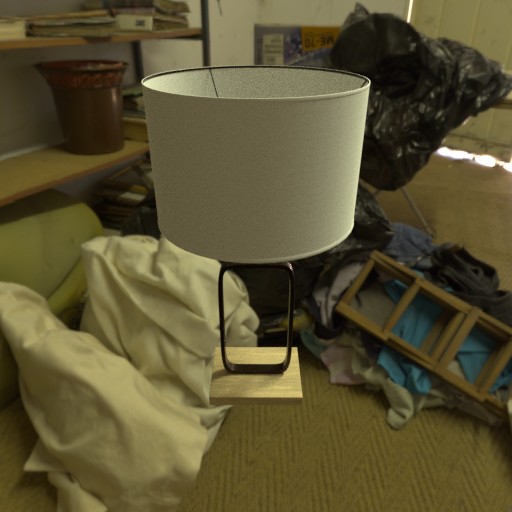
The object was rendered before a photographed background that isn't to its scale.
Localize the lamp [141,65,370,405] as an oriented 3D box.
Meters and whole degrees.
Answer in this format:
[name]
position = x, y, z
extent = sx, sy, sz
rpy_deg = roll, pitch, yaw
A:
[lamp]
position = 0.000, 0.000, 0.677
extent = 0.279, 0.508, 0.279
rpy_deg = 0, 29, 0
